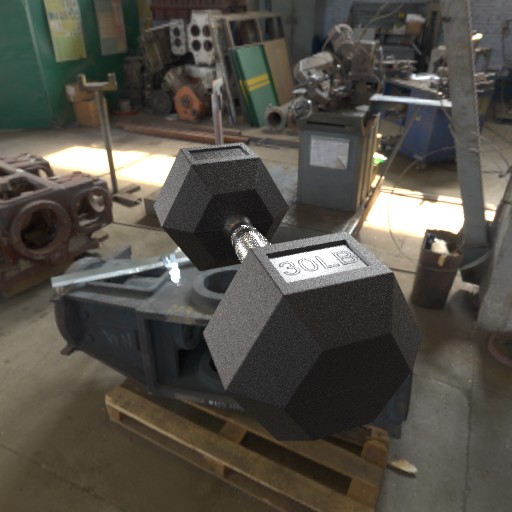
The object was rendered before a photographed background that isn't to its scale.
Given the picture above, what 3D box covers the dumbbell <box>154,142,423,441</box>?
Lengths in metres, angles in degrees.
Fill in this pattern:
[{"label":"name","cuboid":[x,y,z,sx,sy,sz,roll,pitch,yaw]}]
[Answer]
[{"label":"dumbbell","cuboid":[0.000,0.000,0.402,0.142,0.123,0.337,-10,32,-17]}]
